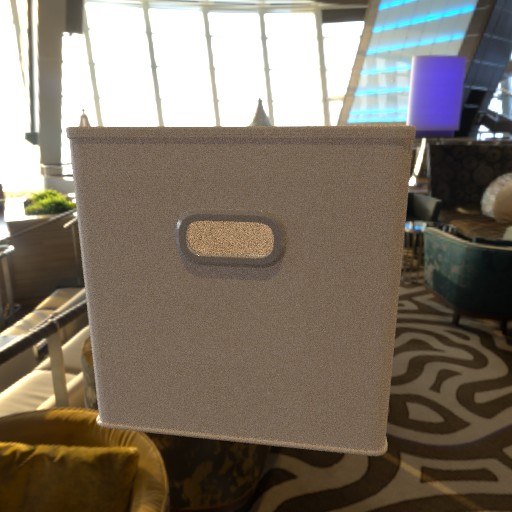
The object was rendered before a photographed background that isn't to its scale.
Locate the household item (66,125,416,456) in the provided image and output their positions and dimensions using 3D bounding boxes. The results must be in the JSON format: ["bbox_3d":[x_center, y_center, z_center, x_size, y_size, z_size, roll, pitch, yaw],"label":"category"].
[{"bbox_3d":[0.000,0.000,0.548,0.305,0.305,0.305,2,16,9],"label":"household item"}]
